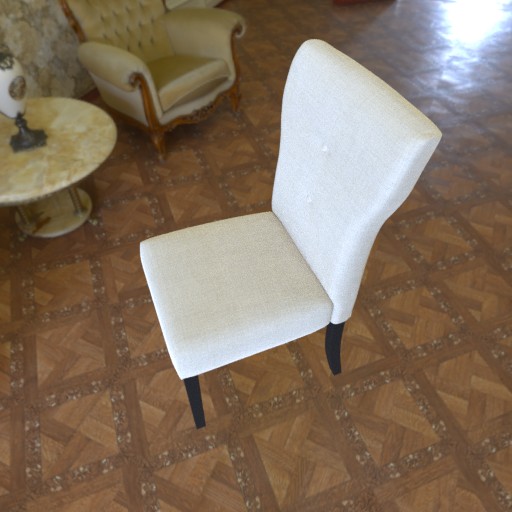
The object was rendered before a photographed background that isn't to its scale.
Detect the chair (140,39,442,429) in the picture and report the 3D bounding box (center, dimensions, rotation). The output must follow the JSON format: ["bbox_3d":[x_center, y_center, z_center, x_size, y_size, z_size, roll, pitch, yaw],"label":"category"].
[{"bbox_3d":[0.000,0.000,1.231,0.597,0.921,0.509,-16,48,-15],"label":"chair"}]
